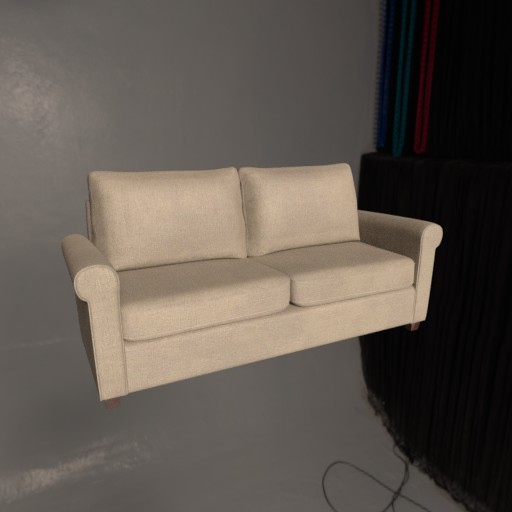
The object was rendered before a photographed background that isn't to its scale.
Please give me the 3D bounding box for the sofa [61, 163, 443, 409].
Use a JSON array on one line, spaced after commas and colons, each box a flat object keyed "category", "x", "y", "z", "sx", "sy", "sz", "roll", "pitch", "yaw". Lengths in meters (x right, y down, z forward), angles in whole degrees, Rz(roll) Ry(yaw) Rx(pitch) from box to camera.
[{"category": "sofa", "x": 0.000, "y": 0.000, "z": 2.449, "sx": 1.935, "sy": 0.942, "sz": 0.842, "roll": -8, "pitch": 17, "yaw": -26}]
